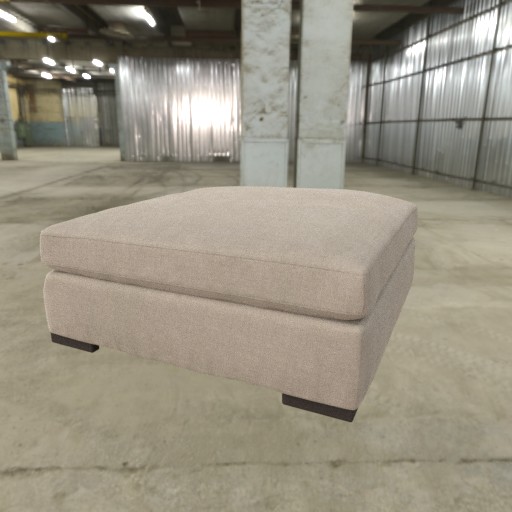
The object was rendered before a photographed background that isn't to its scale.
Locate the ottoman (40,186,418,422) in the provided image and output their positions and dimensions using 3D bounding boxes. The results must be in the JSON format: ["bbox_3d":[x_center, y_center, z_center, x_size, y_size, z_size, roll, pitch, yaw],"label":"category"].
[{"bbox_3d":[0.000,0.000,1.834,1.171,0.517,1.203,7,17,24],"label":"ottoman"}]
